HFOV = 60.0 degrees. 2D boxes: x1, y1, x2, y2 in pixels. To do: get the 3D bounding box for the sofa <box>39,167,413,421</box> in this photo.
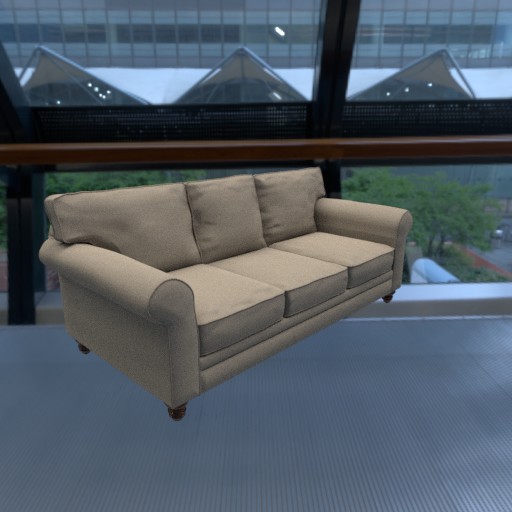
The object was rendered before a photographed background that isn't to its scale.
[{"bbox_3d":[0.000,0.000,2.631,0.998,0.889,2.118,15,22,42],"label":"sofa"}]
